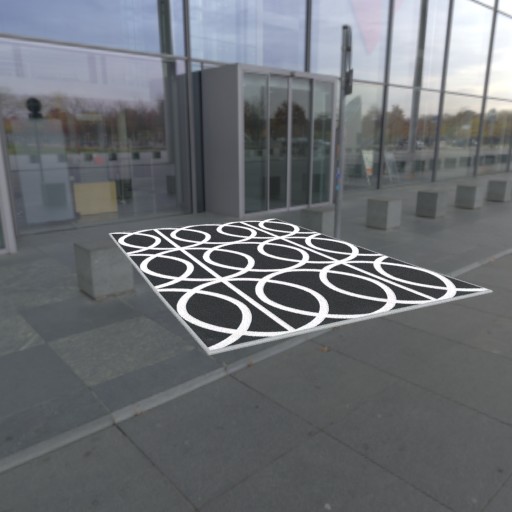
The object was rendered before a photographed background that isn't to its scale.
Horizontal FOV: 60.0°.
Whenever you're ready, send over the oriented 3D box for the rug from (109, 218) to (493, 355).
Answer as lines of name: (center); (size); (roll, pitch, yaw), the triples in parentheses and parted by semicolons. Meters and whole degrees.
rug: (0.000, 0.000, 2.887); (1.526, 0.014, 2.290); (-7, 17, -25)
